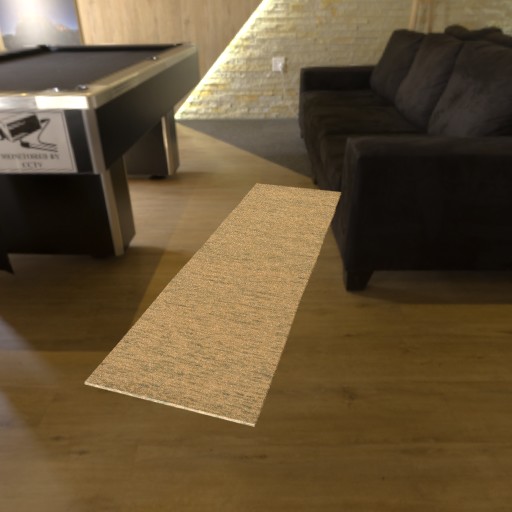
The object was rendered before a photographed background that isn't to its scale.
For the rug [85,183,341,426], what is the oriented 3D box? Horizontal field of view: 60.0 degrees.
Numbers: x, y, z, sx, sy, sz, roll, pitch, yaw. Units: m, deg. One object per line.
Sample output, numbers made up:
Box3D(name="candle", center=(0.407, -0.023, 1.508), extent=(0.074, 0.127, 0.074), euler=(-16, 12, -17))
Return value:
Box3D(name="rug", center=(0.000, 0.000, 2.573), extent=(0.700, 0.014, 2.290), euler=(9, 31, 15))
